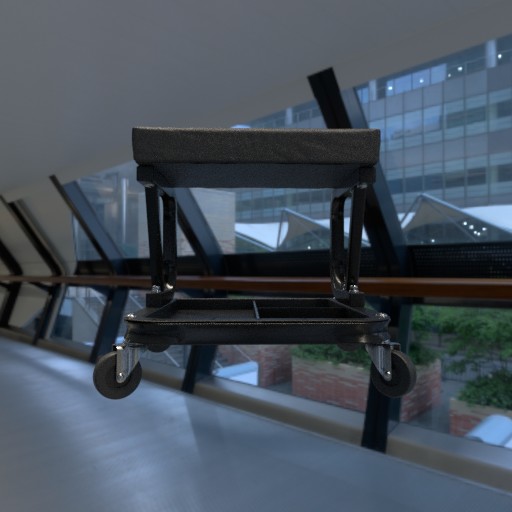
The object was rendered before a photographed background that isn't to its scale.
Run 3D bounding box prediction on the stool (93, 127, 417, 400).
[{"bbox_3d":[0.000,0.000,0.734,0.446,0.380,0.371,0,-1,-2],"label":"stool"}]
